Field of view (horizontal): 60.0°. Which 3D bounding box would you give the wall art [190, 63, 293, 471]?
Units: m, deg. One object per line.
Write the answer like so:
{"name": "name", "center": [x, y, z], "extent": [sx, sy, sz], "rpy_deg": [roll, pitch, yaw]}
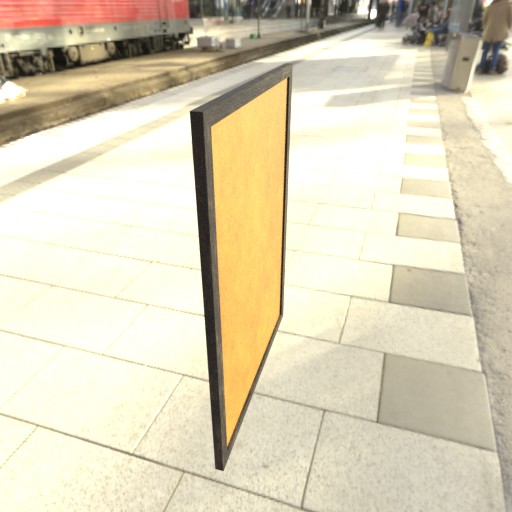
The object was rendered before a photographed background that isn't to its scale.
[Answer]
{"name": "wall art", "center": [0.000, 0.000, 1.434], "extent": [0.029, 1.066, 0.812], "rpy_deg": [8, 31, 14]}
